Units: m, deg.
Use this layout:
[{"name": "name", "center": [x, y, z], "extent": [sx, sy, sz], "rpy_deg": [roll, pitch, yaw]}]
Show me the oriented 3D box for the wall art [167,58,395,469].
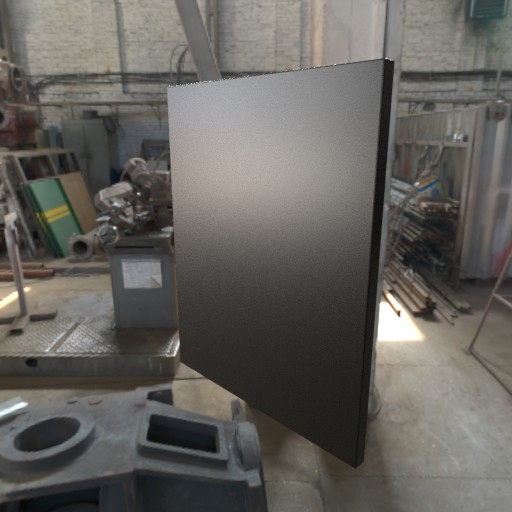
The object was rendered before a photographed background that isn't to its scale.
[{"name": "wall art", "center": [0.000, 0.000, 1.579], "extent": [0.053, 1.194, 0.950], "rpy_deg": [-14, 21, -42]}]
